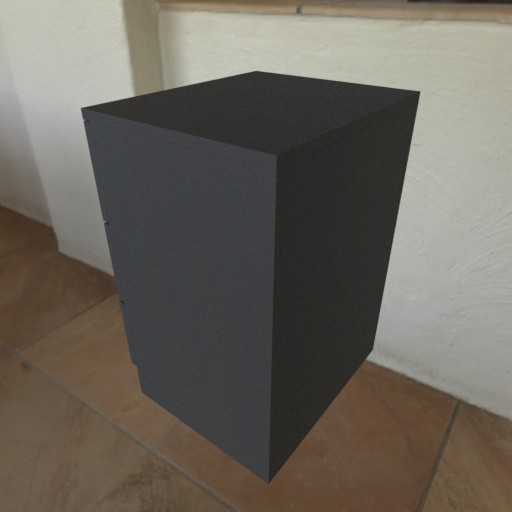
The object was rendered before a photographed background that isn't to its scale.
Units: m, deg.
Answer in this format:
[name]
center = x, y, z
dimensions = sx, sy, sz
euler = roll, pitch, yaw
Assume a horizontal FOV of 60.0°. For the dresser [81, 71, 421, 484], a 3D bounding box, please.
[dresser]
center = 0.000, 0.000, 0.816
dimensions = 0.360, 0.560, 0.400
euler = 22, 38, 31
